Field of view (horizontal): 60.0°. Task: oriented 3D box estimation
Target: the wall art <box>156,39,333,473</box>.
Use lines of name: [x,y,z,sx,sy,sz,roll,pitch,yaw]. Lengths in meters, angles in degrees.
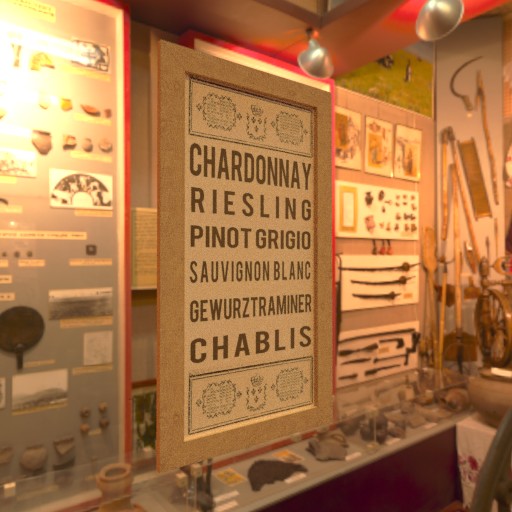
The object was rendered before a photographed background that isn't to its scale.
wall art: [0.000,0.000,0.814,0.381,0.683,0.013,0,-1,-36]
